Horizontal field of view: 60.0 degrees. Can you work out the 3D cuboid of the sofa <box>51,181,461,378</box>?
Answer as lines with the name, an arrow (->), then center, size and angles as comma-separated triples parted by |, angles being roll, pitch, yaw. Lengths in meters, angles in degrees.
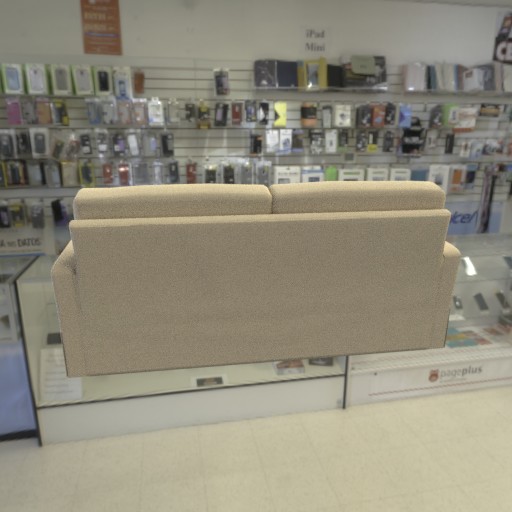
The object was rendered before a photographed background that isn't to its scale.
sofa -> 0.000, 0.000, 2.314 | 1.808, 0.831, 0.894 | -2, 16, -9
